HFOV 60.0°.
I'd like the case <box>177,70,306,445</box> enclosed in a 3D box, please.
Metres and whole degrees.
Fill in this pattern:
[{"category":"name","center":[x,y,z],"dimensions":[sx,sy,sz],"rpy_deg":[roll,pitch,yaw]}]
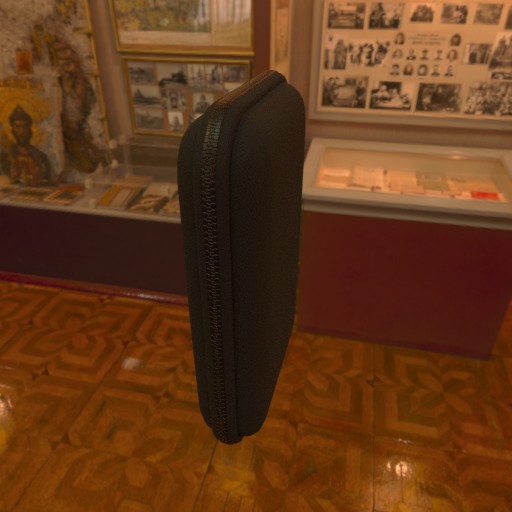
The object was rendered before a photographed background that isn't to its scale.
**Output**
[{"category":"case","center":[0.000,0.000,0.197],"dimensions":[0.030,0.147,0.107],"rpy_deg":[8,32,13]}]
